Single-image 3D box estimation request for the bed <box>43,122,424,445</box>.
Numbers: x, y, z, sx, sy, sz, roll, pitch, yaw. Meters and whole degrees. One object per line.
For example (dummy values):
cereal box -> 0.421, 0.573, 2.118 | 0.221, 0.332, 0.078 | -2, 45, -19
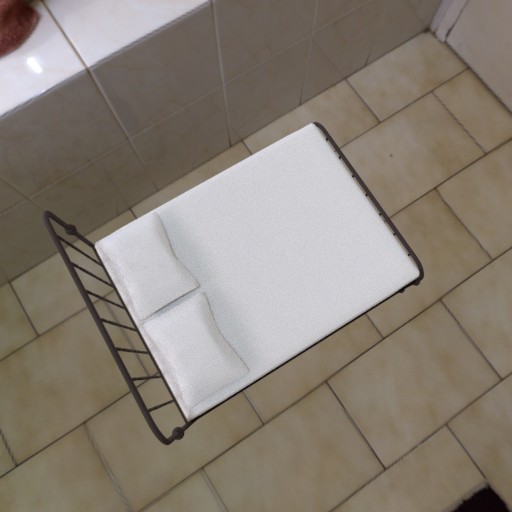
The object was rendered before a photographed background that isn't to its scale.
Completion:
bed -> 0.000, 0.000, 3.265 | 2.134, 1.446, 1.616 | -30, 78, -7
